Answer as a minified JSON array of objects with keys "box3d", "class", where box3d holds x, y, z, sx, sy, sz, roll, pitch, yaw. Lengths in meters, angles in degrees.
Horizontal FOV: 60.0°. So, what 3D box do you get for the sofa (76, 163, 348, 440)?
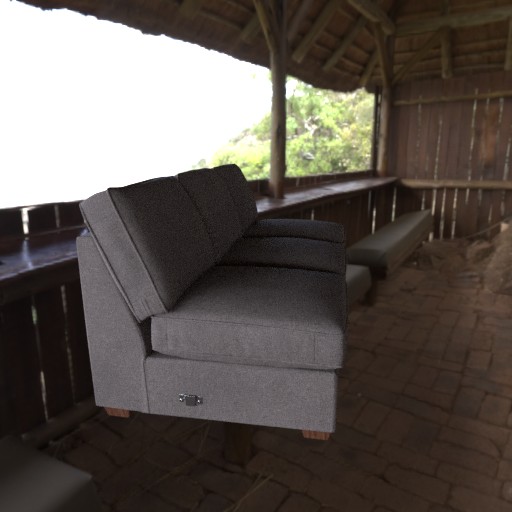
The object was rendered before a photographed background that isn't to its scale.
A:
[{"box3d":[0.000,0.000,2.528,1.027,0.973,1.962,3,15,10],"class":"sofa"}]
